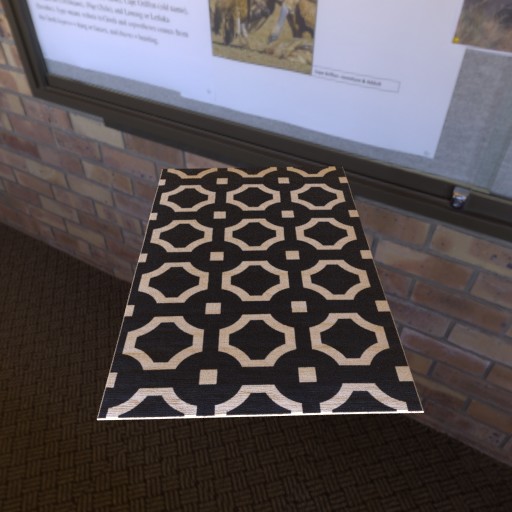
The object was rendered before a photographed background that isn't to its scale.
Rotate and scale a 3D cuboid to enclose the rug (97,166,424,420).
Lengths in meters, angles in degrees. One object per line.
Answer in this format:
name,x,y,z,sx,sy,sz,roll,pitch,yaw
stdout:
rug,0.000,0.000,2.957,1.555,0.016,2.286,-1,42,-1
